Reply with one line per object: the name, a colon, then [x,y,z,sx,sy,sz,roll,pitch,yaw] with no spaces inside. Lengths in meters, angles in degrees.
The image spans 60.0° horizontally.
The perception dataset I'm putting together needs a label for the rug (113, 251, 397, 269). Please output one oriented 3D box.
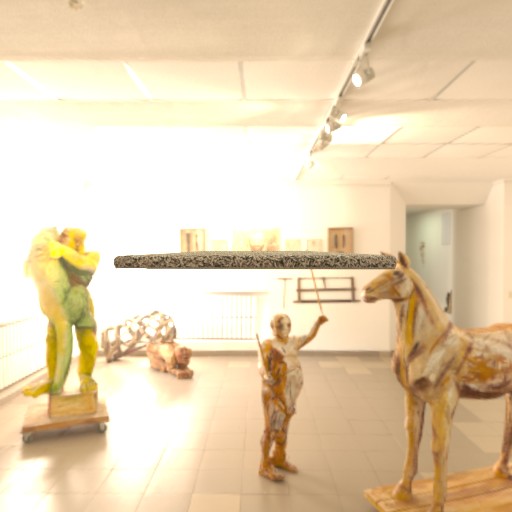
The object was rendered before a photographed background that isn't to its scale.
rug: [0.000,0.000,1.700,0.609,0.030,1.524,0,1,0]
